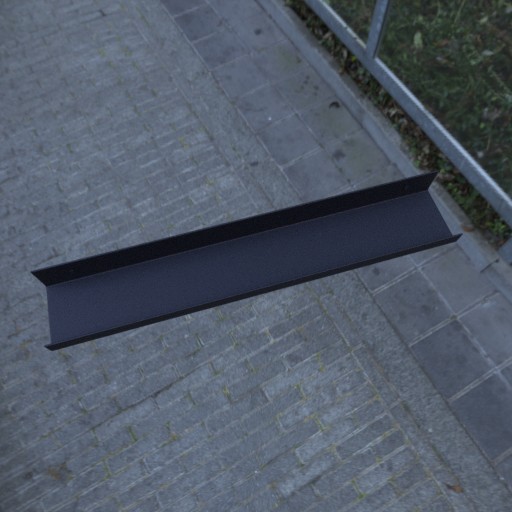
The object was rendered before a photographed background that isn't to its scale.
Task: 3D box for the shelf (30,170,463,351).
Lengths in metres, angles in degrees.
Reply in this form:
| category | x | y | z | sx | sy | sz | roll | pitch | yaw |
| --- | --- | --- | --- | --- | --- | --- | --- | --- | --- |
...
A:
| category | x | y | z | sx | sy | sz | roll | pitch | yaw |
| --- | --- | --- | --- | --- | --- | --- | --- | --- | --- |
| shelf | 0.000 | 0.000 | 0.636 | 0.605 | 0.053 | 0.102 | -15 | 65 | -7 |
